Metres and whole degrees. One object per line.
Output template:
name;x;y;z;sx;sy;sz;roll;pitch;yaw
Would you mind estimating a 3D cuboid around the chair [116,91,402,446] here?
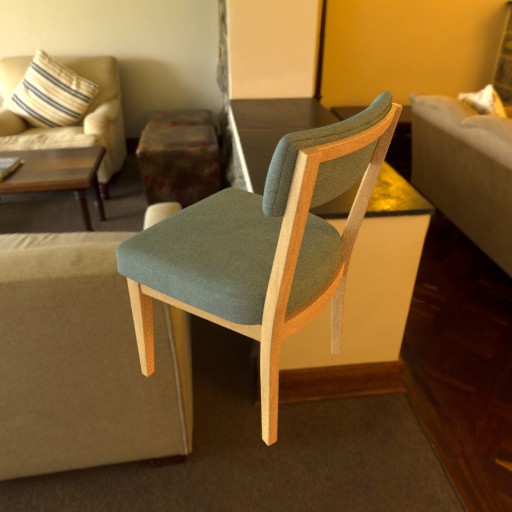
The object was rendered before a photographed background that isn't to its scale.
chair;0.000;0.000;1.204;0.572;0.832;0.508;19;36;29
